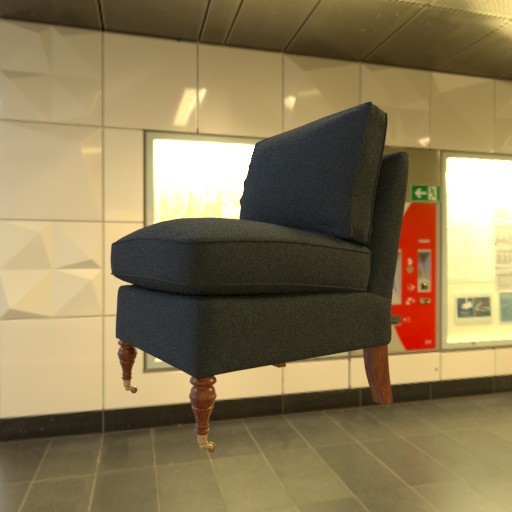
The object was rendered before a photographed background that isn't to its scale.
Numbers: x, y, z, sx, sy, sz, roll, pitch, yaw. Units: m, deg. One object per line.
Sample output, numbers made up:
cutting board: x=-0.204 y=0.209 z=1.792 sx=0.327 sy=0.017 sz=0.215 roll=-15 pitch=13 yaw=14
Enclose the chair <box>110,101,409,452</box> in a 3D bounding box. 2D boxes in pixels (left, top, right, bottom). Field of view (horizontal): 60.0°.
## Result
chair: x=0.000 y=0.000 z=1.649 sx=0.912 sy=1.052 sz=0.724 roll=0 pitch=0 yaw=-35
